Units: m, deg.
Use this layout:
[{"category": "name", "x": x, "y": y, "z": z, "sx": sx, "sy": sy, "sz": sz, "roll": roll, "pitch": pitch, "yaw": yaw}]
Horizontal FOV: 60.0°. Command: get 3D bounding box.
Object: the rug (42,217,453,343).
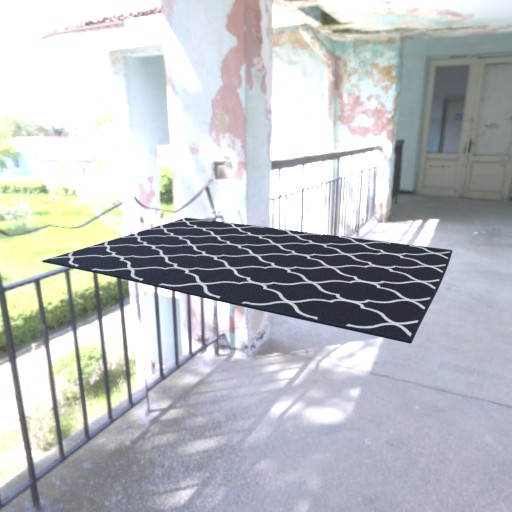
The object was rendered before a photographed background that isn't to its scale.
[{"category": "rug", "x": 0.000, "y": 0.000, "z": 2.944, "sx": 2.290, "sy": 0.014, "sz": 1.526, "roll": 9, "pitch": 19, "yaw": 27}]
